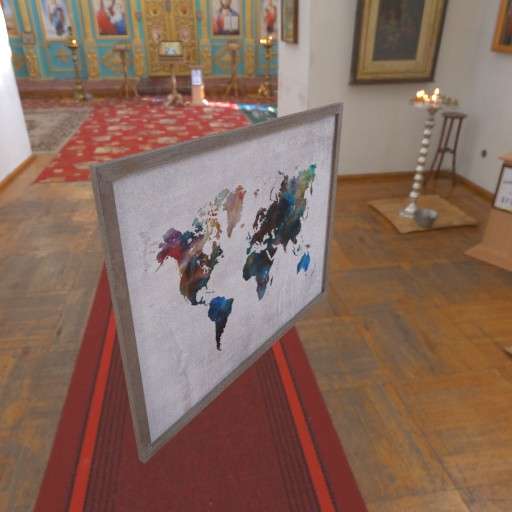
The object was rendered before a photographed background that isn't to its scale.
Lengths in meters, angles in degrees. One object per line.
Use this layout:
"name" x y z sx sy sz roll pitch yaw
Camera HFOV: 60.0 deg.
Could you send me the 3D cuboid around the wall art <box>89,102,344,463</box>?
"wall art" 0.000 0.000 1.337 0.019 0.774 1.012 18 32 31
